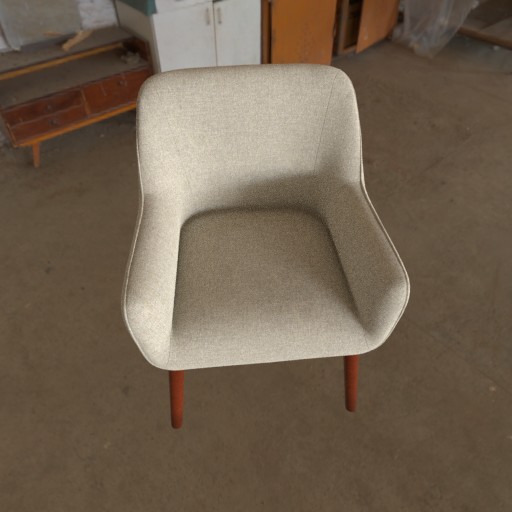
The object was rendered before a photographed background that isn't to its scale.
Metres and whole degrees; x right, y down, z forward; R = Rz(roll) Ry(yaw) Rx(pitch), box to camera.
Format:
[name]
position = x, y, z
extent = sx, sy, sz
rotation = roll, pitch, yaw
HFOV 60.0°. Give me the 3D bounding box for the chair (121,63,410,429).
[chair]
position = 0.000, 0.000, 1.222
extent = 0.610, 0.813, 0.610
rotation = -4, 47, -4
